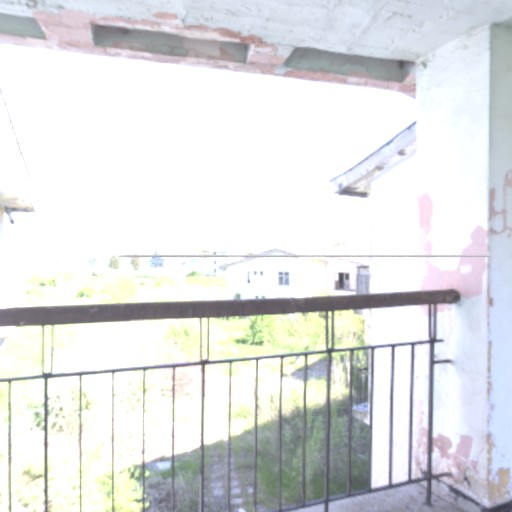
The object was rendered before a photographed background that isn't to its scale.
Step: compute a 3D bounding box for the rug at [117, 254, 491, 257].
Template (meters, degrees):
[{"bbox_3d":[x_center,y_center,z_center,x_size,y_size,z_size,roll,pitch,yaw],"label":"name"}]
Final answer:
[{"bbox_3d":[0.000,0.000,4.142,2.441,0.015,3.050,0,0,-18],"label":"rug"}]
